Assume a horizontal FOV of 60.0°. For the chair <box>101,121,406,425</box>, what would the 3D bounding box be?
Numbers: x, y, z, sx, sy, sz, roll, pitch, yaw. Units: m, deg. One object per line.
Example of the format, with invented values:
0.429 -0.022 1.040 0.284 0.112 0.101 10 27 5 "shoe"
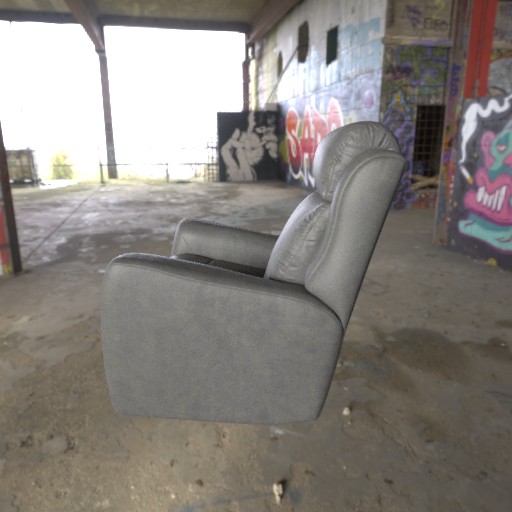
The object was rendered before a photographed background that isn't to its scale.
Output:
0.000 0.000 1.955 1.068 1.116 0.967 2 15 7 "chair"
